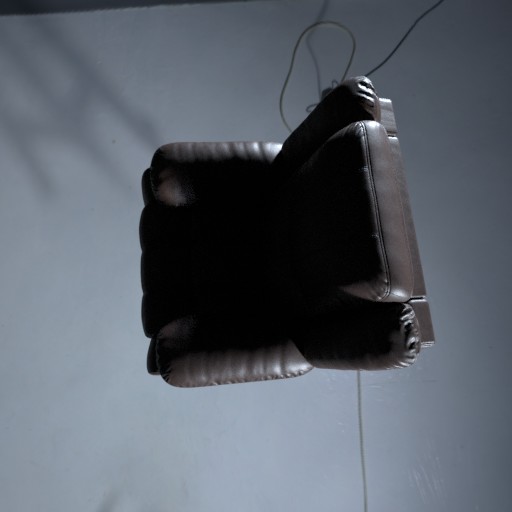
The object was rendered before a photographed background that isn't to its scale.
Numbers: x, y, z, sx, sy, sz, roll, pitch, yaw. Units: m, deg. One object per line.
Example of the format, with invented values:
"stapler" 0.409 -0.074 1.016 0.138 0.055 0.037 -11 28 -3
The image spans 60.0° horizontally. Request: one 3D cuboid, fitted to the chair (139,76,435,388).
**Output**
"chair" 0.000 0.000 1.659 0.934 1.009 0.899 -5 76 -1
